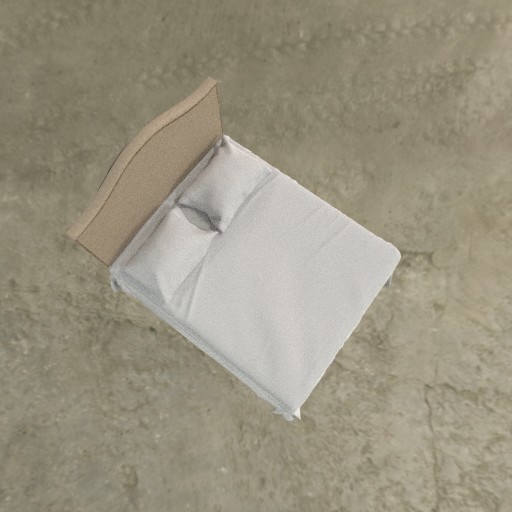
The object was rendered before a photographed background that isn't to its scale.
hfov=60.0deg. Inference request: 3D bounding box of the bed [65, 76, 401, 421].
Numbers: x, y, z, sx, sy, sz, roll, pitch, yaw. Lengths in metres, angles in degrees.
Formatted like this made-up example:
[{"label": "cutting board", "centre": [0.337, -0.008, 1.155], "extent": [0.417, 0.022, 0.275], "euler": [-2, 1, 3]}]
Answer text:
[{"label": "bed", "centre": [0.000, 0.000, 3.627], "extent": [2.221, 1.645, 1.876], "euler": [36, 77, 10]}]
